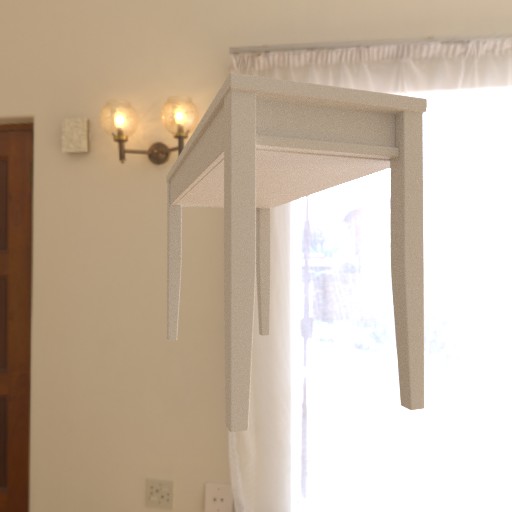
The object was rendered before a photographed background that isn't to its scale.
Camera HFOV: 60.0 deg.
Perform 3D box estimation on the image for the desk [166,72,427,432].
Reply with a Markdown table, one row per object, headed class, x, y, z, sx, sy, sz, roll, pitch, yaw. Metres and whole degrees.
| class | x | y | z | sx | sy | sz | roll | pitch | yaw |
| --- | --- | --- | --- | --- | --- | --- | --- | --- | --- |
| desk | 0.000 | 0.000 | 1.603 | 0.508 | 0.775 | 1.220 | 0 | -1 | -18 |
